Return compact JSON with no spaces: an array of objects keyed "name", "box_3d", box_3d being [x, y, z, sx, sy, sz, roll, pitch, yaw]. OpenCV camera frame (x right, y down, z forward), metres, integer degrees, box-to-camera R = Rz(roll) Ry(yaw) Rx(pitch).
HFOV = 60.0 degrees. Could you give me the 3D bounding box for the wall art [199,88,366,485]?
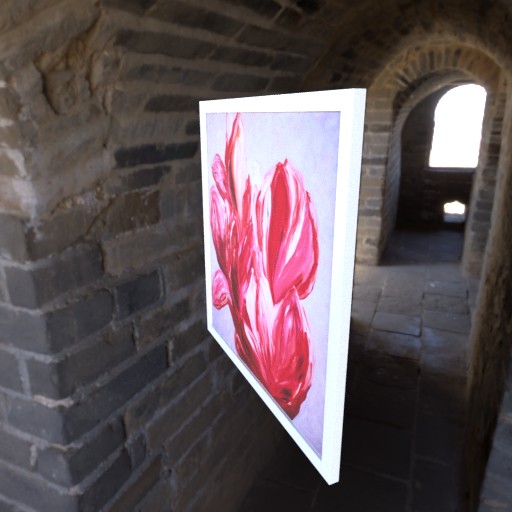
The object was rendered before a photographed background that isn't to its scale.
[{"name":"wall art","box_3d":[0.000,0.000,0.979,0.020,0.661,0.664,-8,19,-24]}]
